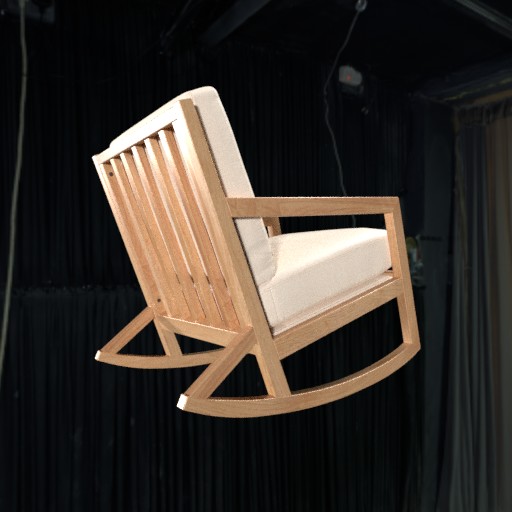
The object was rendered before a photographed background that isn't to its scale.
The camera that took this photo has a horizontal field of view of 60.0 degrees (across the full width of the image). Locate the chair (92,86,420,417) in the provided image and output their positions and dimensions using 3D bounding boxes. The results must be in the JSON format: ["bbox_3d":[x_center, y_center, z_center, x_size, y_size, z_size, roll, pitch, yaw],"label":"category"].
[{"bbox_3d":[0.000,0.000,1.428,0.857,0.790,0.622,1,-1,-36],"label":"chair"}]
